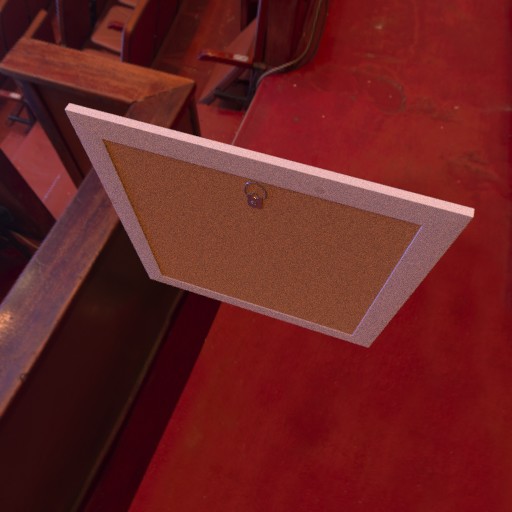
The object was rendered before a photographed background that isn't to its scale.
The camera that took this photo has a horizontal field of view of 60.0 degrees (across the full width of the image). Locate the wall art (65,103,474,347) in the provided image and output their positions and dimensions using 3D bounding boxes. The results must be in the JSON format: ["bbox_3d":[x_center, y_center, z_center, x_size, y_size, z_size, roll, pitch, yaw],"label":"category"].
[{"bbox_3d":[0.000,0.000,0.848,0.572,0.577,0.015,17,64,8],"label":"wall art"}]
